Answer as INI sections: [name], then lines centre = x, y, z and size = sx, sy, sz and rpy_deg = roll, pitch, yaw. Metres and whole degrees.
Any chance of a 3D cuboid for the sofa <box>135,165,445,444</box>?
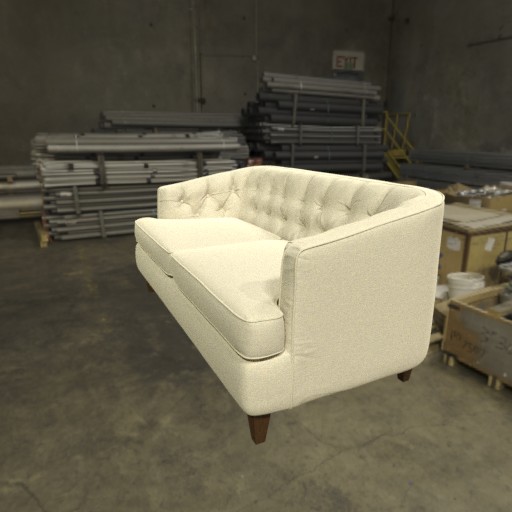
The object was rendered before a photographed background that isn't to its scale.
[sofa]
centre = 0.000, 0.000, 2.222
size = 0.941, 0.855, 1.733
rpy_deg = -7, 17, -24
